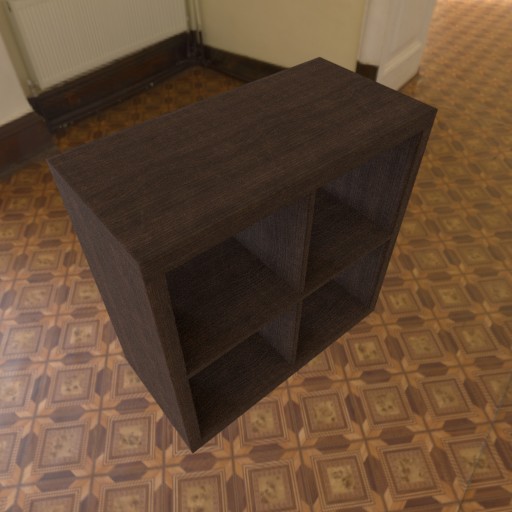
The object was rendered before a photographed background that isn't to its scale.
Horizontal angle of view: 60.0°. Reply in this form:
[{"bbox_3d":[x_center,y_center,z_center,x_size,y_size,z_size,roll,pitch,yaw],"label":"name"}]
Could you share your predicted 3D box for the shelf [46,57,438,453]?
[{"bbox_3d":[0.000,0.000,1.256,0.790,0.786,0.390,-31,54,-26],"label":"shelf"}]
